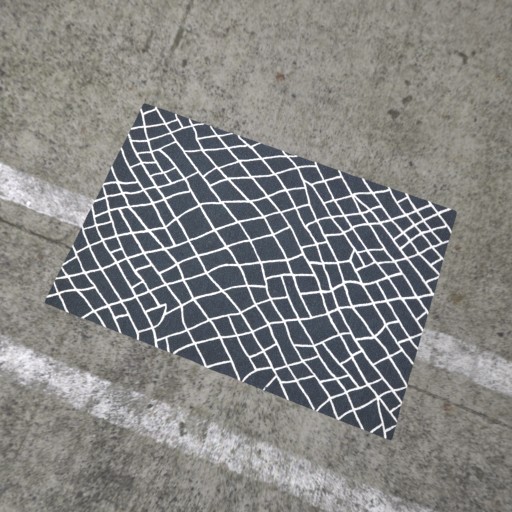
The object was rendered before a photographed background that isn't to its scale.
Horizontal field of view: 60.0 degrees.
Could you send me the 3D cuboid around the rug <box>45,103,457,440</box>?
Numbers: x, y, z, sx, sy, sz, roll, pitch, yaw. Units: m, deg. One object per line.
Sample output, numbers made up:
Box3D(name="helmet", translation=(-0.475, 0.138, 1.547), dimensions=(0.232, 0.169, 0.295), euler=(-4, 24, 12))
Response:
Box3D(name="rug", translation=(0.000, 0.000, 2.296), dimensions=(1.830, 0.013, 1.223), euler=(20, 77, 5))
